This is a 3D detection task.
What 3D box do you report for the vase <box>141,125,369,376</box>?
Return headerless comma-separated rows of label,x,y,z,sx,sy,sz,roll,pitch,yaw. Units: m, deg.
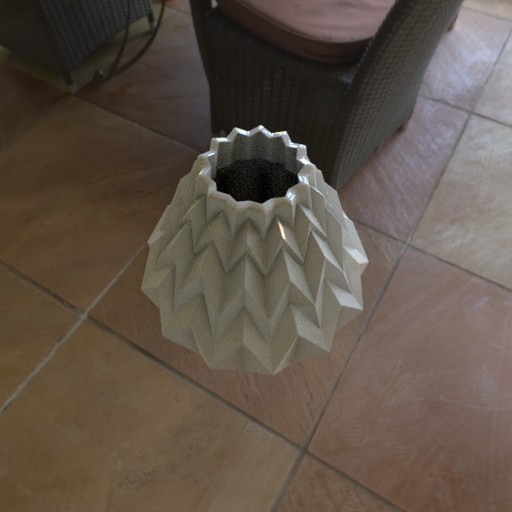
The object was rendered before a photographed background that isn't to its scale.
vase,0.000,0.000,0.314,0.164,0.185,0.164,0,58,0
